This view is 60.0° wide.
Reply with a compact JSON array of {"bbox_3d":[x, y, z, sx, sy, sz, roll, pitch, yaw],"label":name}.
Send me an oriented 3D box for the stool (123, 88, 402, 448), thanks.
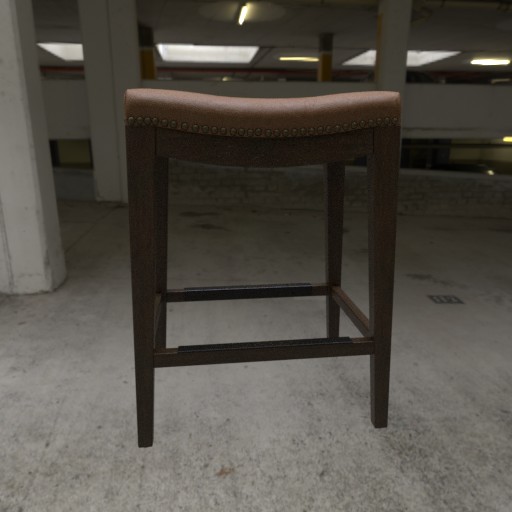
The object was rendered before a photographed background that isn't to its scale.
[{"bbox_3d":[0.000,0.000,0.964,0.500,0.660,0.361,-2,16,-7],"label":"stool"}]
